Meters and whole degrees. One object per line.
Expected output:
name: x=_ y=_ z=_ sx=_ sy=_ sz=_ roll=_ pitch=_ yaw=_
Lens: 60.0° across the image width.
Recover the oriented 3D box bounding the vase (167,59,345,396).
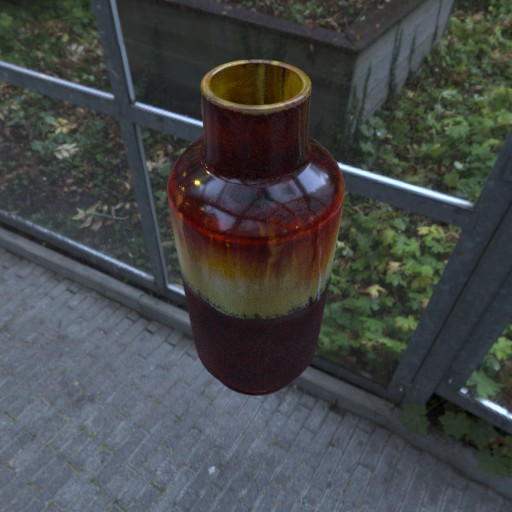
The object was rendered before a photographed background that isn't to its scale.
vase: x=0.000 y=0.000 z=0.323 sx=0.111 sy=0.261 sz=0.111 roll=0 pitch=46 yaw=0
